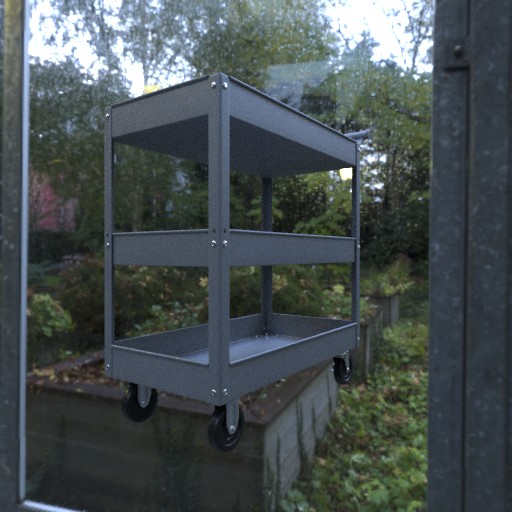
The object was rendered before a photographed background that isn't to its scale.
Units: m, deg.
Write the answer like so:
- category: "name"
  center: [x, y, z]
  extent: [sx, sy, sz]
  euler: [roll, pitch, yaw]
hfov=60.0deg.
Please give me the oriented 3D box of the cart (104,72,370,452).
- category: "cart"
  center: [0.000, 0.000, 1.208]
  extent: [0.366, 0.780, 0.719]
  euler: [0, 0, 36]
